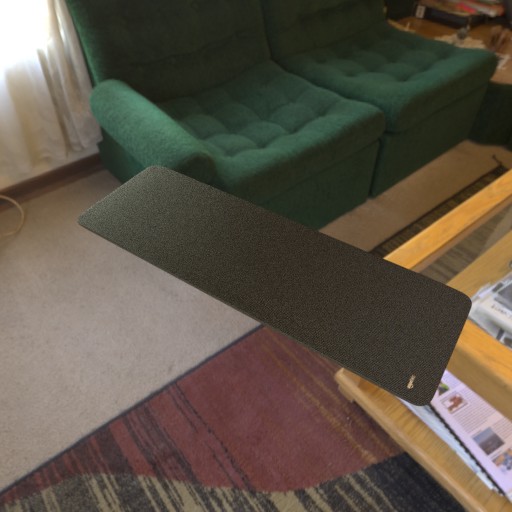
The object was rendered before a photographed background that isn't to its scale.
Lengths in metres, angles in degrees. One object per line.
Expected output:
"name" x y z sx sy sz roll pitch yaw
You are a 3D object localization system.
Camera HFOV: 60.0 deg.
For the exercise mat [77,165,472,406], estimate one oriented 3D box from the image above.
"exercise mat" 0.000 0.000 2.102 1.869 0.021 0.616 25 51 23
